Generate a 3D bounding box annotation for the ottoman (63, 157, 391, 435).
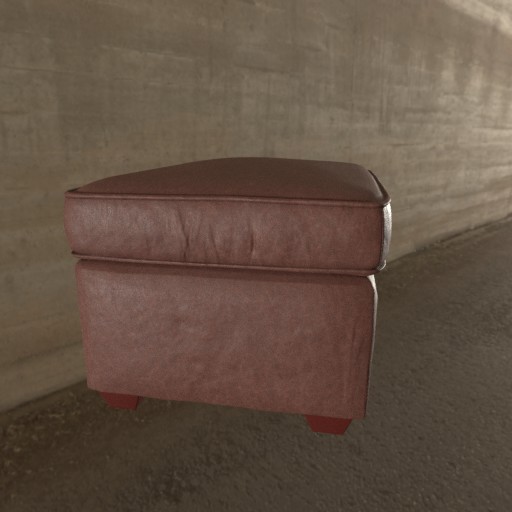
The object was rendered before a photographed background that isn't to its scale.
[{"bbox_3d":[0.000,0.000,1.060,0.548,0.449,0.749,3,15,10],"label":"ottoman"}]
